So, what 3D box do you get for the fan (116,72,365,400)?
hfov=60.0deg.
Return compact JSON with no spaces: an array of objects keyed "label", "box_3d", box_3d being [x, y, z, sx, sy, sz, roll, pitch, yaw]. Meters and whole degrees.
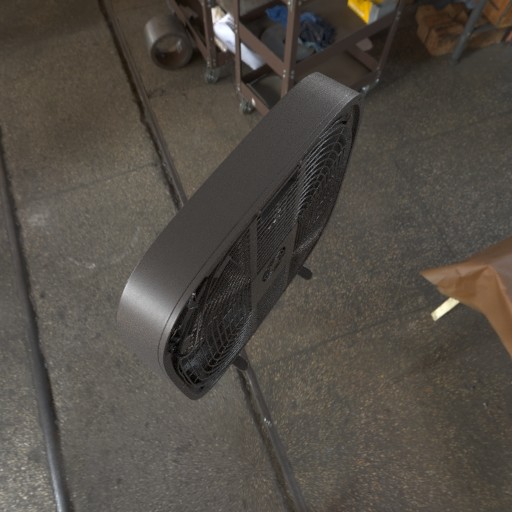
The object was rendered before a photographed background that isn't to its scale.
[{"label":"fan","box_3d":[0.000,0.000,0.807,0.142,0.533,0.526,32,69,14]}]
